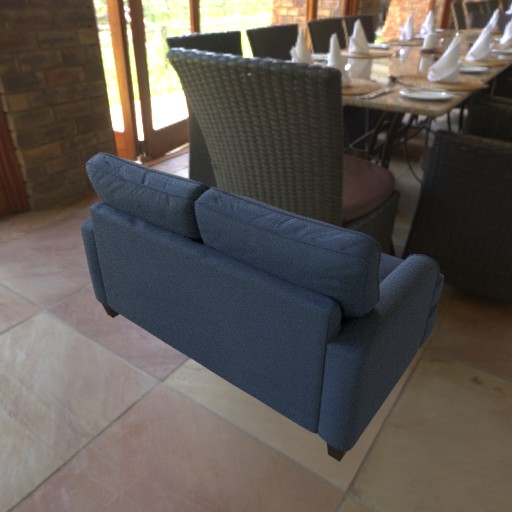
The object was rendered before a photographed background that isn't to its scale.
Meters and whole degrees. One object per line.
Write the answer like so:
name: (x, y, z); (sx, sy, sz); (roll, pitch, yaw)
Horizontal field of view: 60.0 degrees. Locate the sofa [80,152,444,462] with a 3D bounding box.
sofa: (0.000, 0.000, 2.245); (1.651, 0.965, 0.965); (22, 37, 32)
